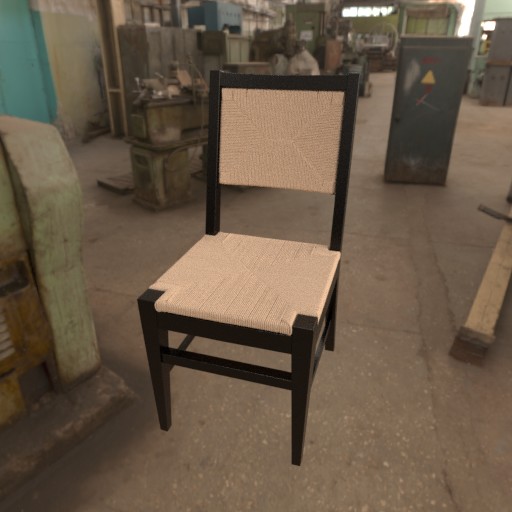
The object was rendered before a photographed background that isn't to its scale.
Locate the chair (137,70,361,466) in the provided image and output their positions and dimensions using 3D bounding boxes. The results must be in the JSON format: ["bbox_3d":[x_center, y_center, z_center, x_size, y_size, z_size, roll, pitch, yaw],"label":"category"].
[{"bbox_3d":[0.000,0.000,1.238,0.437,0.927,0.552,8,27,16],"label":"chair"}]
